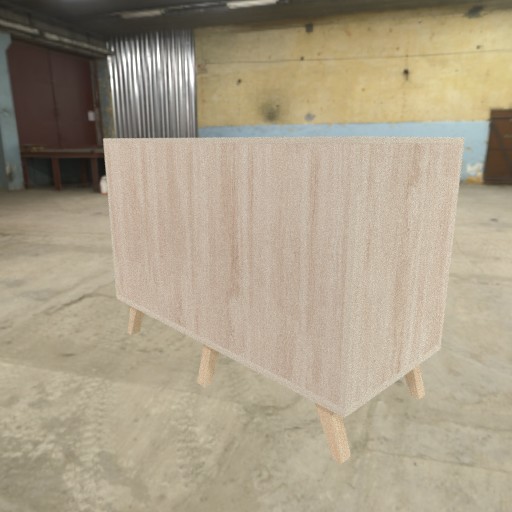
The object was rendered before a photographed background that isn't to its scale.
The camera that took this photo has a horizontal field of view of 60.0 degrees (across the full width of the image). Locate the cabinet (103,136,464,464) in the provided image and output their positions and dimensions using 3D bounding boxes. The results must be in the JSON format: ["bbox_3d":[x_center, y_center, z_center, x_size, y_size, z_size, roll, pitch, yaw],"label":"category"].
[{"bbox_3d":[0.000,0.000,1.518,0.500,0.780,1.110,-14,20,-42],"label":"cabinet"}]
